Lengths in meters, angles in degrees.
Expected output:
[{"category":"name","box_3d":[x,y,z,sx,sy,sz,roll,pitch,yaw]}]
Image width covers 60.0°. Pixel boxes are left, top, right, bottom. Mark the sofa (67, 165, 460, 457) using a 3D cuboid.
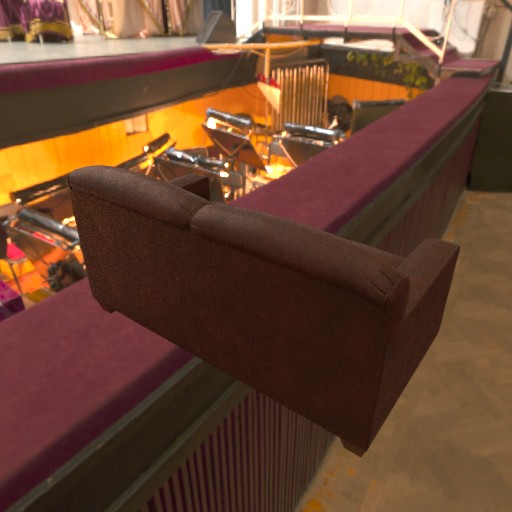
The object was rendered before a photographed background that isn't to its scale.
[{"category":"sofa","box_3d":[0.000,0.000,2.417,1.856,0.966,1.000,20,35,31]}]
